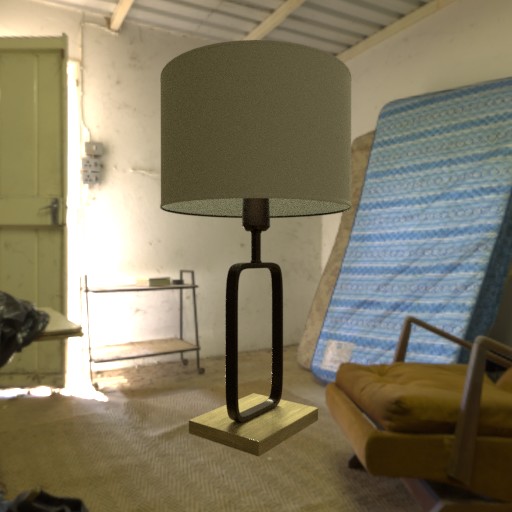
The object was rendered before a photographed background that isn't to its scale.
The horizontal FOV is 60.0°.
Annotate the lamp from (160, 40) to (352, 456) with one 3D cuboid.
[{"bbox_3d":[0.000,0.000,0.660,0.279,0.508,0.279,0,0,37],"label":"lamp"}]
